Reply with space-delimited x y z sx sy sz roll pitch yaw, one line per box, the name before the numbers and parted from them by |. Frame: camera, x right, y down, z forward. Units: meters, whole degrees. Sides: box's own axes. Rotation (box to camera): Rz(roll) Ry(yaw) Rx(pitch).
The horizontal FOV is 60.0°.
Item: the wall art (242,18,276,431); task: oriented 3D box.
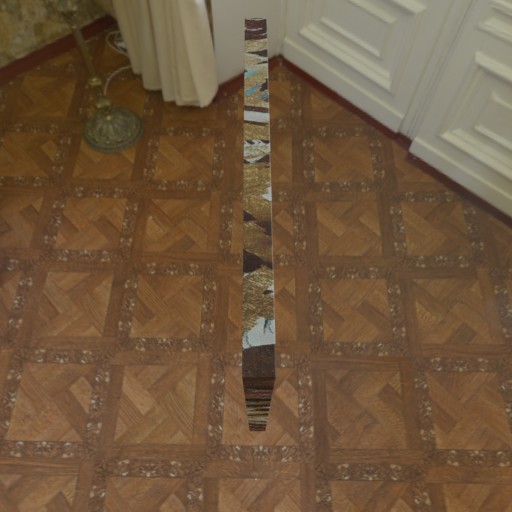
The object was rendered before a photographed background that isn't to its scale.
wall art | 0.000 0.000 0.900 0.041 0.613 0.609 0 63 0
